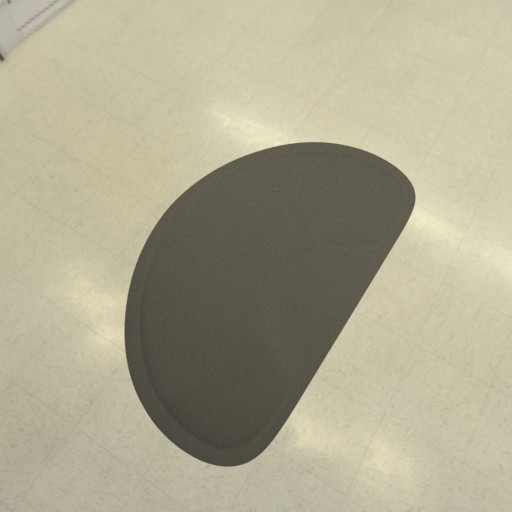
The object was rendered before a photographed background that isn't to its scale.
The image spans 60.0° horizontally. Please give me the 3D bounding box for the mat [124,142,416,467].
[{"bbox_3d":[0.000,0.000,1.861,0.913,0.013,1.524,31,67,15],"label":"mat"}]
